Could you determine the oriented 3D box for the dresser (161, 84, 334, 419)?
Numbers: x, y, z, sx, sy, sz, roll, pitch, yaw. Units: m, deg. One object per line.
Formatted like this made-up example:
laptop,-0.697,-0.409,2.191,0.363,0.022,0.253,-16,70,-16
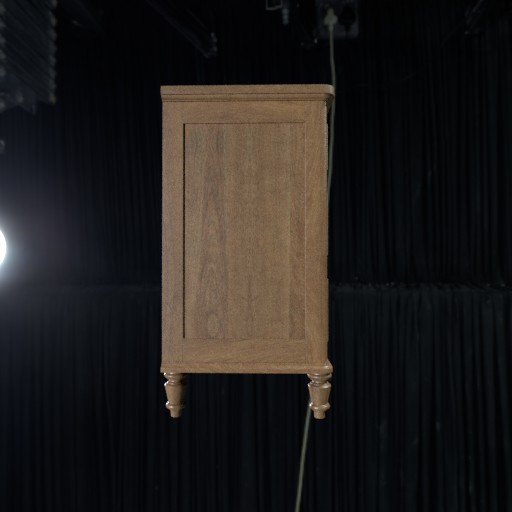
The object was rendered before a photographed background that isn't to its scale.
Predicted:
dresser,0.000,0.000,1.965,0.468,0.892,1.583,0,-1,1
